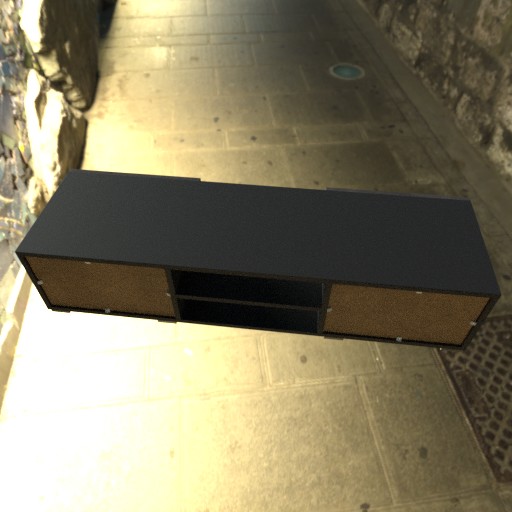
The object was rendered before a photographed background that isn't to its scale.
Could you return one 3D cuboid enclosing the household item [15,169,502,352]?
[{"bbox_3d":[0.000,0.000,1.521,1.400,0.310,0.420,5,47,5],"label":"household item"}]
